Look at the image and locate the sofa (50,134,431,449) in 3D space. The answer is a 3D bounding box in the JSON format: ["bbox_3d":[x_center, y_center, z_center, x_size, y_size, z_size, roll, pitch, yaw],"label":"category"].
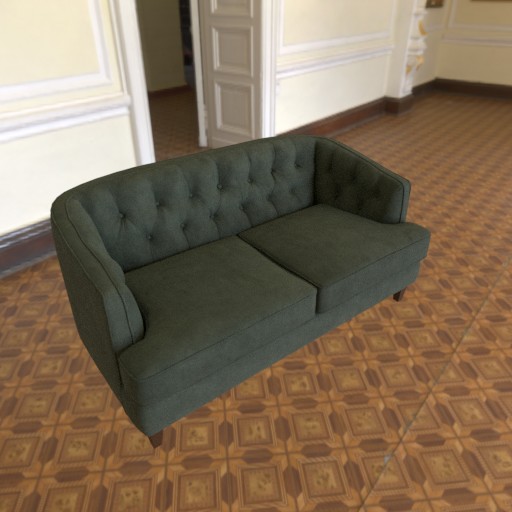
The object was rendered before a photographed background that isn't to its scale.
[{"bbox_3d":[0.000,0.000,2.231,1.733,0.855,0.941,-22,37,-32],"label":"sofa"}]
